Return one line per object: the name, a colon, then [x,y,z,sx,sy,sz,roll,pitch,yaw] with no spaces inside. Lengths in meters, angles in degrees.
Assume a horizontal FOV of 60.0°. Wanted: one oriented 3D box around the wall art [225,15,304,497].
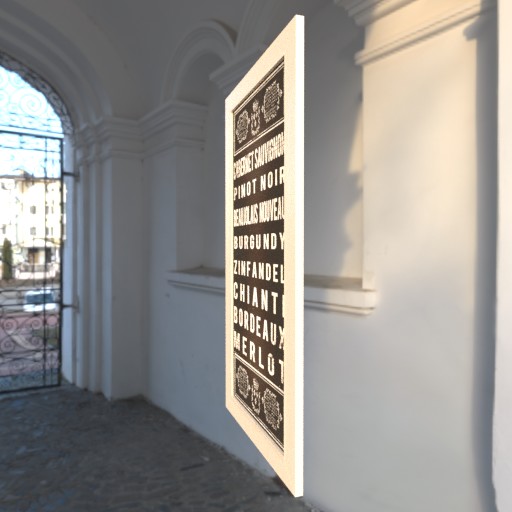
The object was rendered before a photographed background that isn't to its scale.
wall art: [0.000,0.000,0.808,0.013,0.683,0.380,0,1,-19]
